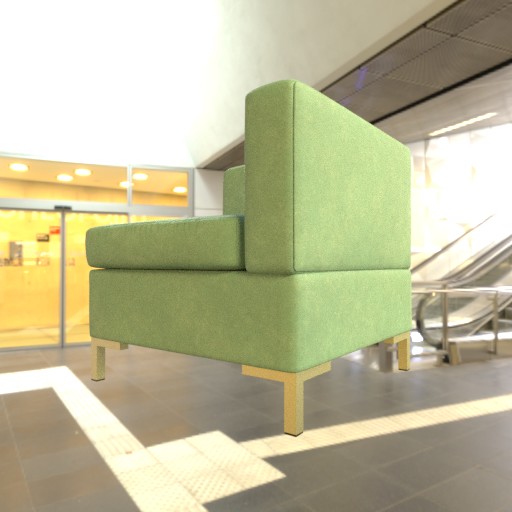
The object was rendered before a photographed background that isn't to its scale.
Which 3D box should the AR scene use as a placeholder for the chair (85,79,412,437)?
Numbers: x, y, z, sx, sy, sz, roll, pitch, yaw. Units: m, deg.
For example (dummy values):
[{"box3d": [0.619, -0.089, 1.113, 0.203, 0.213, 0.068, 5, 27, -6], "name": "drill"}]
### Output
[{"box3d": [0.000, 0.000, 1.231, 0.680, 0.660, 0.680, -1, -1, 37], "name": "chair"}]
